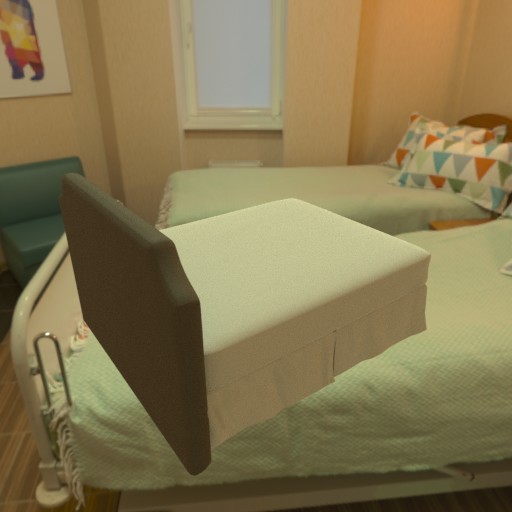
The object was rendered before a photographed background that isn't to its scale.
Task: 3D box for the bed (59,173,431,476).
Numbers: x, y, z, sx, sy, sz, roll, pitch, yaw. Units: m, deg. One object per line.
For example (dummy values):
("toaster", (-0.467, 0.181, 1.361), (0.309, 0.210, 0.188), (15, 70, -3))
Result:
("bed", (0.000, 0.000, 3.270), (2.181, 1.297, 1.831), (-18, 32, -32))
